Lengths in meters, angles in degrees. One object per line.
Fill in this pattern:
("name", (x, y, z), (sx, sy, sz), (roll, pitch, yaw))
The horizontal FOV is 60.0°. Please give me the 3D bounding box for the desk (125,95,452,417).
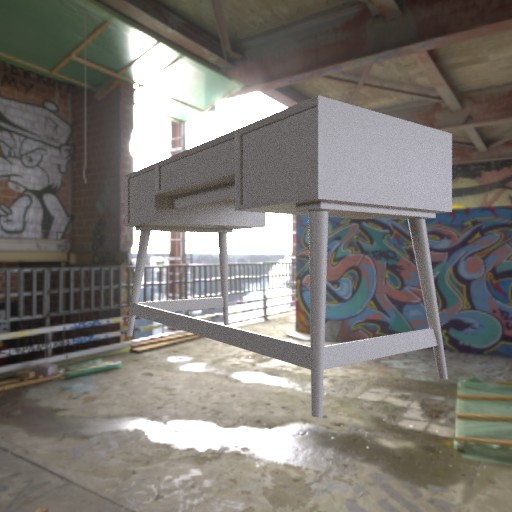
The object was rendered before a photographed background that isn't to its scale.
("desk", (0.000, 0.000, 1.748), (0.589, 0.762, 1.313), (0, 0, -36))
